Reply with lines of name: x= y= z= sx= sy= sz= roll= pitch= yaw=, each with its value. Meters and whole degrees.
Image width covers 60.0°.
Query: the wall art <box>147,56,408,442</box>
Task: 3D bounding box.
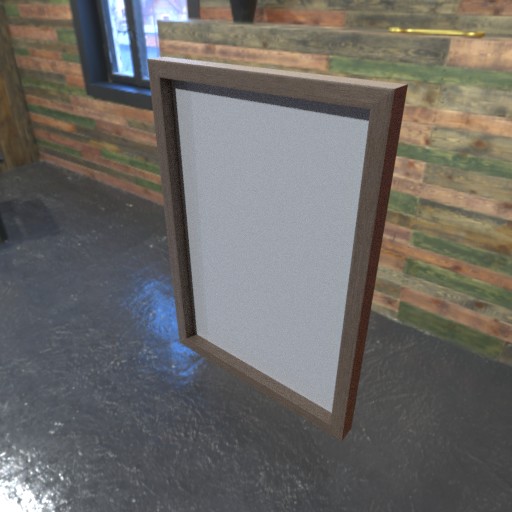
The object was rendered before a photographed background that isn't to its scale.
wall art: x=0.000 y=0.000 z=0.651 sx=0.358 sy=0.510 sz=0.032 roll=22 pitch=37 yaw=33
